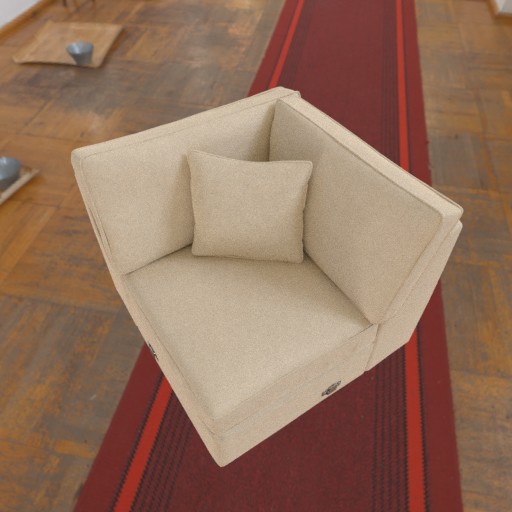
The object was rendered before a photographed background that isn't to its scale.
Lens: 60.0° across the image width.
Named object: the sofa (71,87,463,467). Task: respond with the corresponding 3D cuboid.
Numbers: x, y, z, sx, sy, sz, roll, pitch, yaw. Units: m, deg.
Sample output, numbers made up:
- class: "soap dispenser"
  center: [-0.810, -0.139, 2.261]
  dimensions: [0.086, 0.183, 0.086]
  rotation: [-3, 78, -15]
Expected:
- class: "sofa"
  center: [0.000, 0.000, 1.899]
  dimensions: [1.084, 1.002, 1.146]
  rotation: [-26, 52, -22]
